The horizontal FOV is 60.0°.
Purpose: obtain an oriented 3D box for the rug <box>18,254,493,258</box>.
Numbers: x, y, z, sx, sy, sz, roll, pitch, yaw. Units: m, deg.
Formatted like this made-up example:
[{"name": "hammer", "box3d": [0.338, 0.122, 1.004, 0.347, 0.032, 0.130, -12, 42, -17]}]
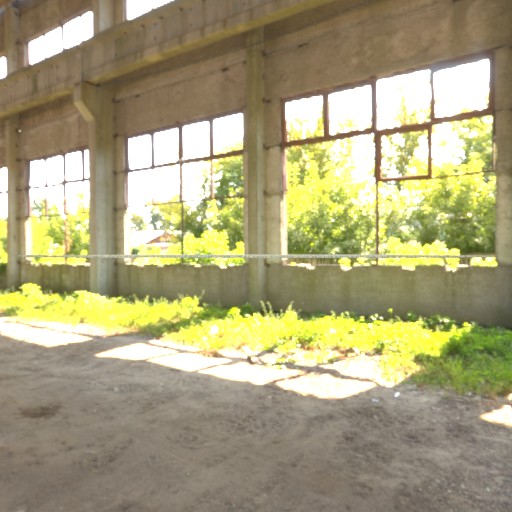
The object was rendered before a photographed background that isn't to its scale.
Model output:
[{"name": "rug", "box3d": [0.000, 0.000, 2.348, 1.850, 0.015, 1.250, 0, 0, 1]}]
